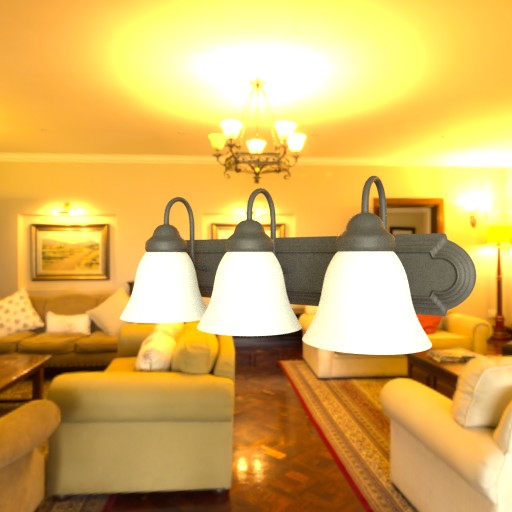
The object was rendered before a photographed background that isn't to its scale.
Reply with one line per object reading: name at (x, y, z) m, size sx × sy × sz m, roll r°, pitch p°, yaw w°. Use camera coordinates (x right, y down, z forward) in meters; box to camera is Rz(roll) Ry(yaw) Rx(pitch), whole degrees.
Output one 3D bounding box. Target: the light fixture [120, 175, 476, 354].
light fixture at (0.000, 0.000, 0.713) m, size 0.610 × 0.222 × 0.199 m, roll 0°, pitch 0°, yaw 37°
